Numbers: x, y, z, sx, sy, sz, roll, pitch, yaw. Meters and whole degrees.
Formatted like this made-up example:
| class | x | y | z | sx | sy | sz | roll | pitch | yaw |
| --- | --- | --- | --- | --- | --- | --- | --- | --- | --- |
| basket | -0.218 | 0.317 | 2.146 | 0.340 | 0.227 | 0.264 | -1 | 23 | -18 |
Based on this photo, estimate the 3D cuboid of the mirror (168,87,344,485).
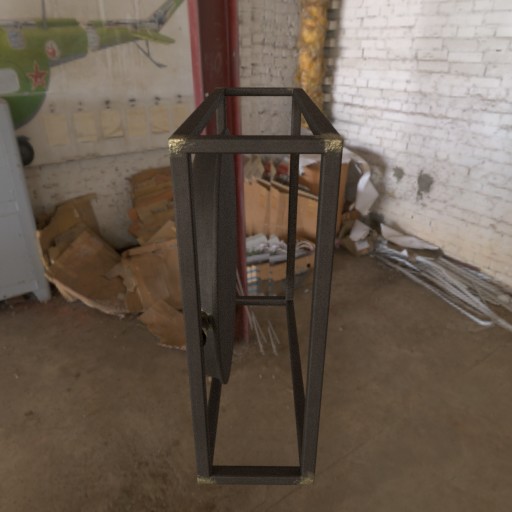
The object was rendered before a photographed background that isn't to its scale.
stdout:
| class | x | y | z | sx | sy | sz | roll | pitch | yaw |
| --- | --- | --- | --- | --- | --- | --- | --- | --- | --- |
| mirror | 0.000 | 0.000 | 0.464 | 0.107 | 0.303 | 0.306 | 0 | 26 | 1 |
